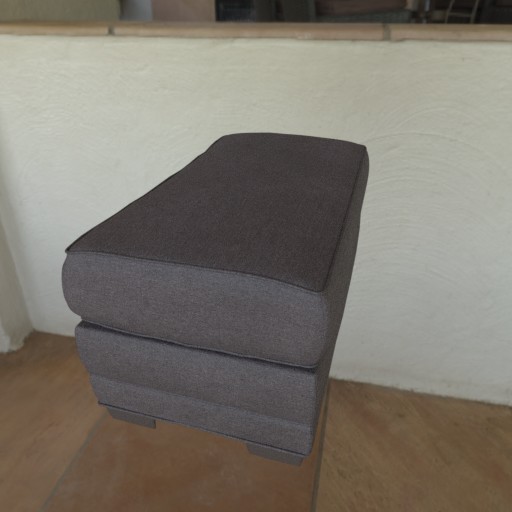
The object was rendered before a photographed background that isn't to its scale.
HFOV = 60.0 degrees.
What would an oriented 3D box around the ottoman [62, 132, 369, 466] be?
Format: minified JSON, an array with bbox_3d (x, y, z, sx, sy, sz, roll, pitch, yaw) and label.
[{"bbox_3d":[0.000,0.000,1.136,0.490,0.448,0.864,8,30,14],"label":"ottoman"}]
